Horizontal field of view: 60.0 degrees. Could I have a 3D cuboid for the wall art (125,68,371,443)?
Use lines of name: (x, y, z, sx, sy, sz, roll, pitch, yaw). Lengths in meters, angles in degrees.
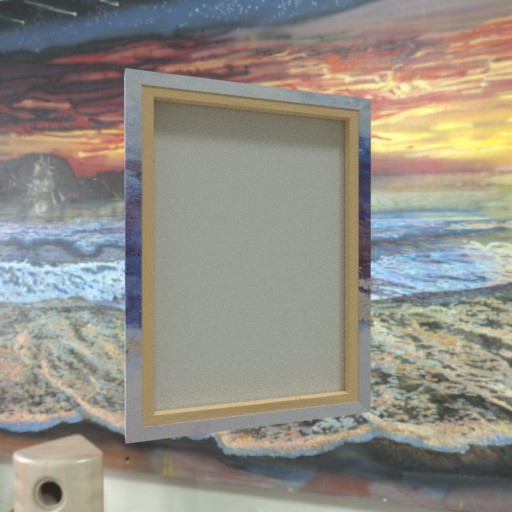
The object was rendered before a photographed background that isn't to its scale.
wall art: (0.000, 0.000, 0.771, 0.437, 0.581, 0.036, 0, 0, -18)
